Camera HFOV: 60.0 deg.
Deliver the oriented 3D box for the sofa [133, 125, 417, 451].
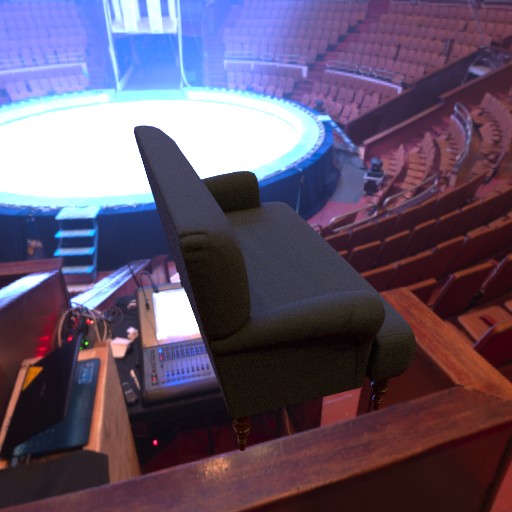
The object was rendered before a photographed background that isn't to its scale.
[{"bbox_3d":[0.000,0.000,1.842,0.779,0.889,1.297,-10,32,-16],"label":"sofa"}]
